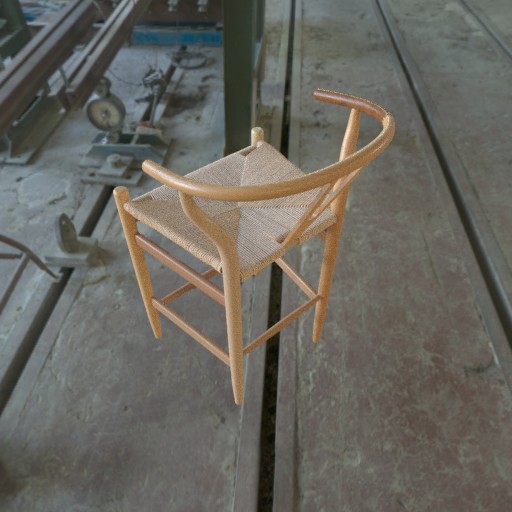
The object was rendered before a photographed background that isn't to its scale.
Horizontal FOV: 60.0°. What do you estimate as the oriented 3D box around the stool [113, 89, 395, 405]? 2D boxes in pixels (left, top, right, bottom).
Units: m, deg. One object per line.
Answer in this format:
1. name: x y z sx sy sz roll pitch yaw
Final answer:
1. stool: 0.000 0.000 1.276 0.536 0.923 0.575 -32 53 -28
